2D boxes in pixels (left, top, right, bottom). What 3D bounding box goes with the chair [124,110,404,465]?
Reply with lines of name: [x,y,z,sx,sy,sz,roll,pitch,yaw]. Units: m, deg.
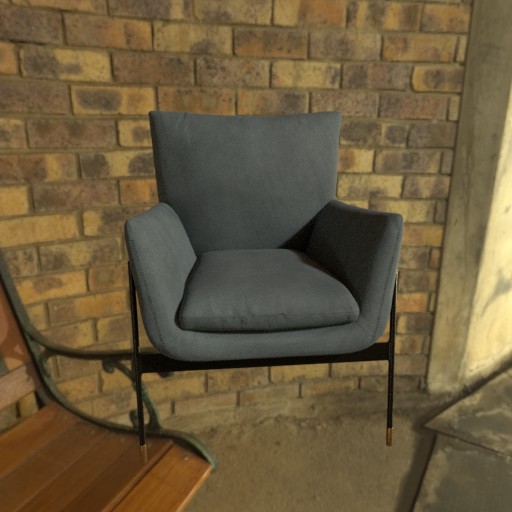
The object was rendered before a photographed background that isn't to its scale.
chair: [0.000,0.000,1.338,0.678,0.858,0.709,-2,16,-6]
